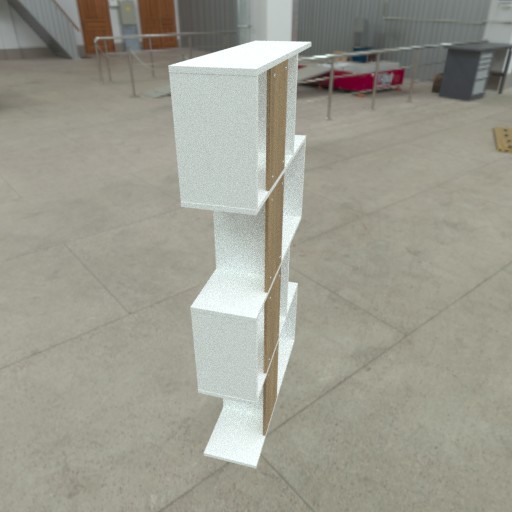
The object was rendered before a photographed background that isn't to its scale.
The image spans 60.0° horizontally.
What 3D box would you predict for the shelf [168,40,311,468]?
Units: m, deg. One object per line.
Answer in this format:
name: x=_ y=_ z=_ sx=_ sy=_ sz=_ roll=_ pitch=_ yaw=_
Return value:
shelf: x=0.000 y=0.000 z=1.959 sx=0.250 sy=1.650 sz=0.890 roll=8 pitch=31 yaw=13
